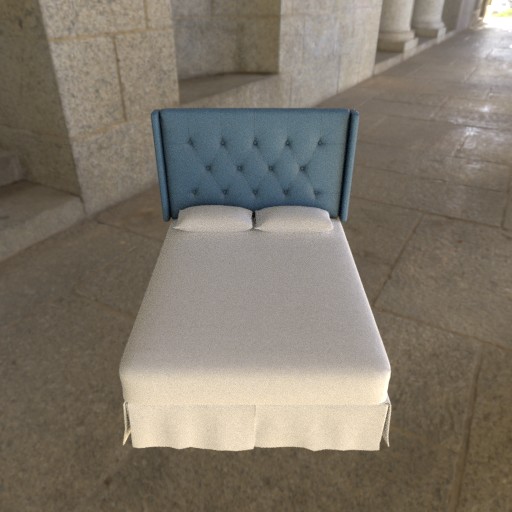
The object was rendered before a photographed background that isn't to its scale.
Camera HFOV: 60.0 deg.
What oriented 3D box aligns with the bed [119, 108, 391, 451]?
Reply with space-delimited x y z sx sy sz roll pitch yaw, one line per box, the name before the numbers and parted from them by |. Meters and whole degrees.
bed | 0.000 0.000 3.264 1.719 1.665 2.078 0 32 0
